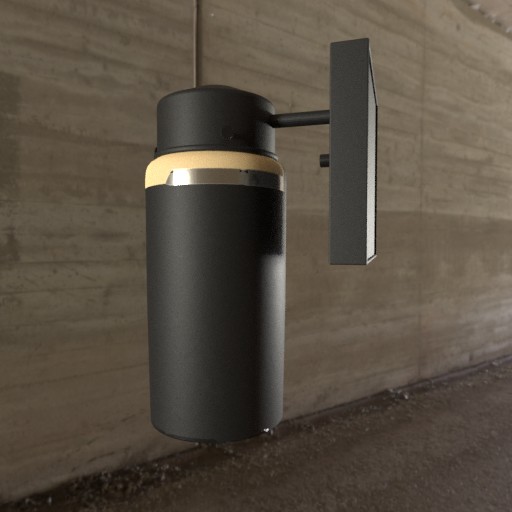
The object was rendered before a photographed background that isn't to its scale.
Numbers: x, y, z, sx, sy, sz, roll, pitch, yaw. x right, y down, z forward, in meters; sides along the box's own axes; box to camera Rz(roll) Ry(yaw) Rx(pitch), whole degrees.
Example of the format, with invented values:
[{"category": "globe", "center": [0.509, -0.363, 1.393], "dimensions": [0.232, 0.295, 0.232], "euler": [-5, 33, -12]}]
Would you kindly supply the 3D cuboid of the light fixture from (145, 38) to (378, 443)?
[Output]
[{"category": "light fixture", "center": [0.000, 0.000, 0.344], "dimensions": [0.176, 0.257, 0.130], "euler": [1, 2, 17]}]
